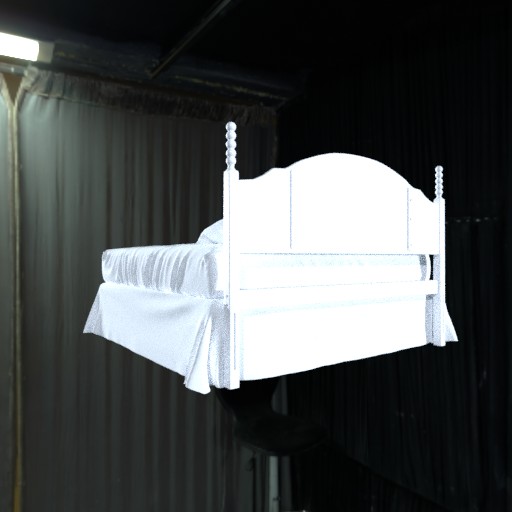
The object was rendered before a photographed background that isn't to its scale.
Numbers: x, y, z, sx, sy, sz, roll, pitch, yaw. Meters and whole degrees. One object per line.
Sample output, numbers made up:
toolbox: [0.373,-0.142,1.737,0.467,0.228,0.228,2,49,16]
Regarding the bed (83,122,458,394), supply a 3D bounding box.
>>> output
bed: [0.000,0.000,3.667,2.322,1.355,2.219,0,0,-36]
